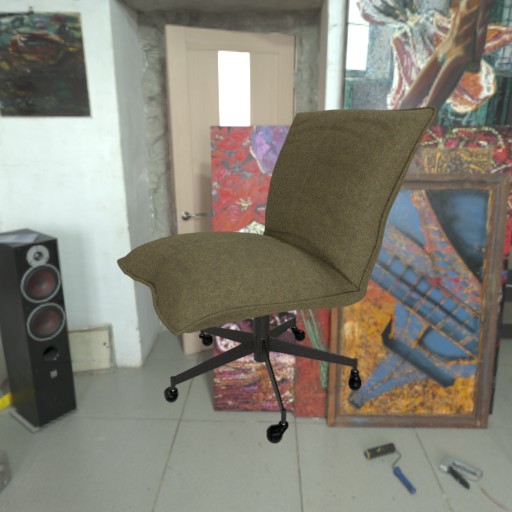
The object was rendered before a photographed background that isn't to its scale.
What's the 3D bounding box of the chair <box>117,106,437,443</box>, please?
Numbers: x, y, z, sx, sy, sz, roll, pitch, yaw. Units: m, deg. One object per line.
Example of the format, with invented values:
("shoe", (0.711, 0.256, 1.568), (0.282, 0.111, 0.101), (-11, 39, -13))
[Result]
("chair", (0.000, 0.000, 1.275), (0.696, 0.811, 0.597), (-9, 19, -26))
